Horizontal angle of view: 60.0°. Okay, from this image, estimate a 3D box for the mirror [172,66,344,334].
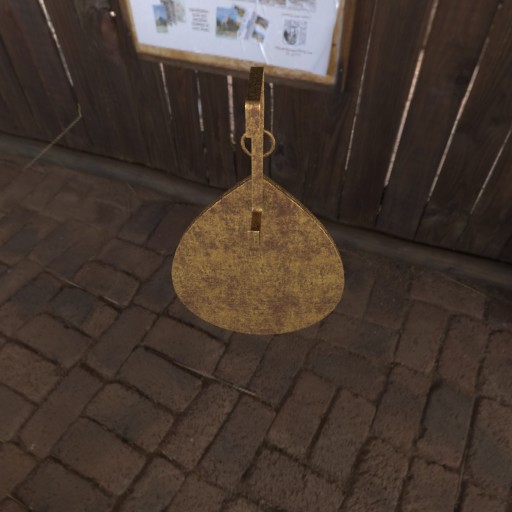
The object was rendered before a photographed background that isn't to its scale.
[{"bbox_3d":[0.000,0.000,0.894,0.405,0.744,0.144,3,48,2],"label":"mirror"}]
